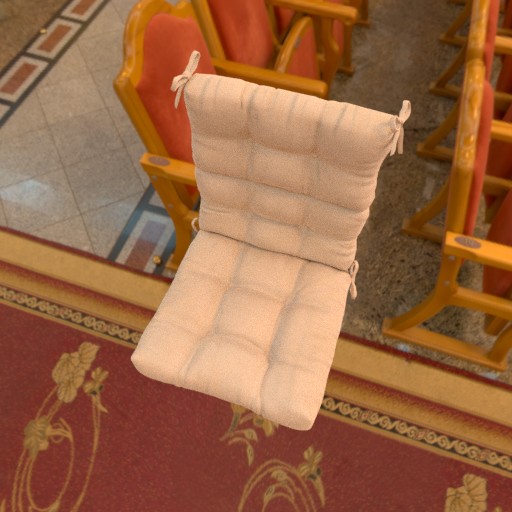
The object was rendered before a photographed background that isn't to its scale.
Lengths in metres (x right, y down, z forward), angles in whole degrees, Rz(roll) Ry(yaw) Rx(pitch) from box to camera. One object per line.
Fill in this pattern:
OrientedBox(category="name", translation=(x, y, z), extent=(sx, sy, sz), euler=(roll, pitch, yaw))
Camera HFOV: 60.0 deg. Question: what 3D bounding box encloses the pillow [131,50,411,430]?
OrientedBox(category="pillow", translation=(0.000, 0.000, 1.023), extent=(0.519, 0.605, 0.571), euler=(16, 59, 10))
